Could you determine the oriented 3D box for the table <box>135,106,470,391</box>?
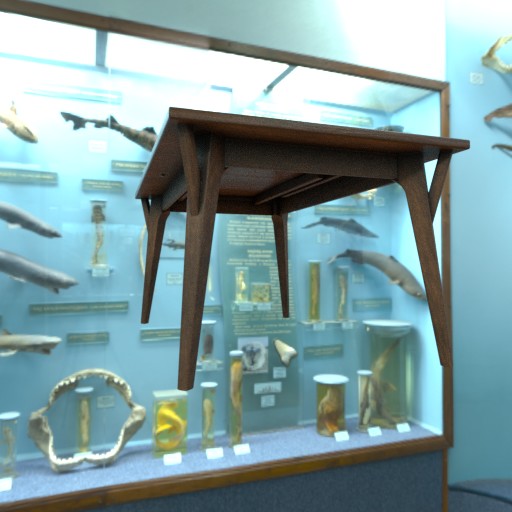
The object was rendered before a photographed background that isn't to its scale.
[{"bbox_3d":[0.000,0.000,2.031,0.990,0.761,1.524,0,-1,-18],"label":"table"}]
